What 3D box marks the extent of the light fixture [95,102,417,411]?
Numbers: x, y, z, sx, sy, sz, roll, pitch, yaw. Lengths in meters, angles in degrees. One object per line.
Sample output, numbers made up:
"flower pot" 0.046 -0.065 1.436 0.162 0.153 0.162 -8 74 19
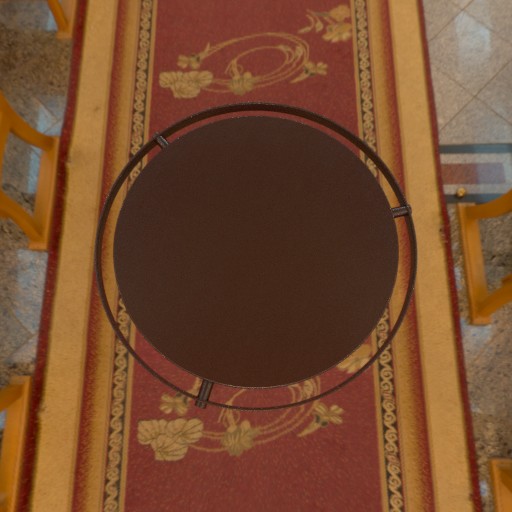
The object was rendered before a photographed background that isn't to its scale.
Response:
"light fixture" 0.000 0.000 0.555 0.361 0.130 0.361 0 74 0
